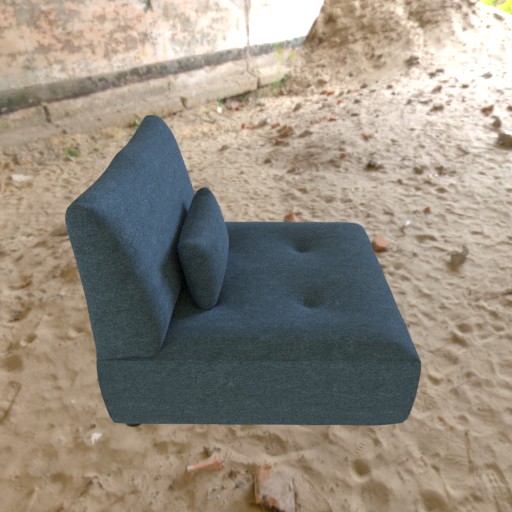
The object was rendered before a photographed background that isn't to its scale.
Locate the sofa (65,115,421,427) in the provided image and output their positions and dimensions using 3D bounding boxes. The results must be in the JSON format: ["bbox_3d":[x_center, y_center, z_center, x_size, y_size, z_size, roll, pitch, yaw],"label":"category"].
[{"bbox_3d":[0.000,0.000,1.654,1.000,0.820,0.930,0,32,0],"label":"sofa"}]
